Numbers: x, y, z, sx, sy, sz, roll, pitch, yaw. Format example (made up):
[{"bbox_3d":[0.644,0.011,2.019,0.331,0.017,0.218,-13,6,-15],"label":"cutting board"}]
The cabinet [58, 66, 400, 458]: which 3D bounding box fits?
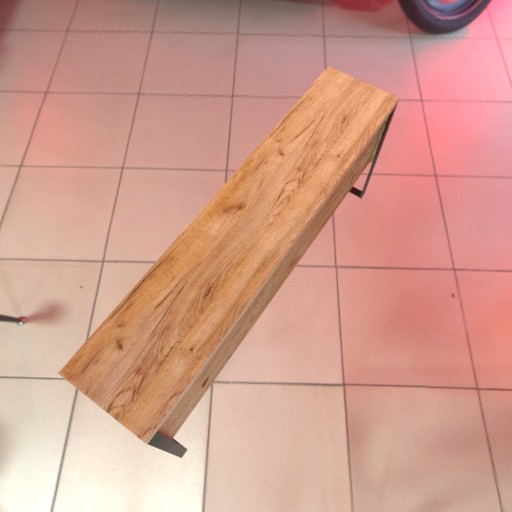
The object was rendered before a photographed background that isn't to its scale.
[{"bbox_3d":[0.000,0.000,2.108,0.395,0.762,1.800,31,67,15],"label":"cabinet"}]
